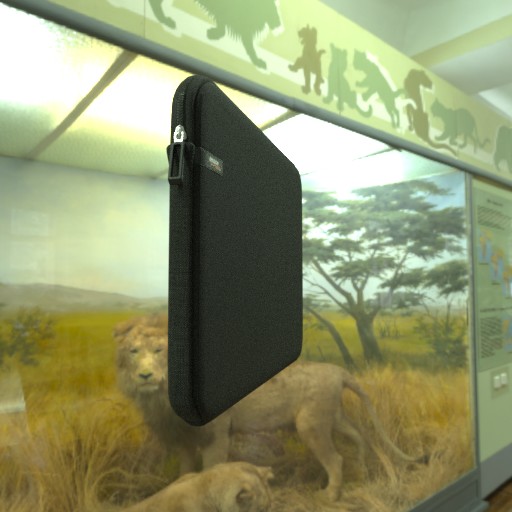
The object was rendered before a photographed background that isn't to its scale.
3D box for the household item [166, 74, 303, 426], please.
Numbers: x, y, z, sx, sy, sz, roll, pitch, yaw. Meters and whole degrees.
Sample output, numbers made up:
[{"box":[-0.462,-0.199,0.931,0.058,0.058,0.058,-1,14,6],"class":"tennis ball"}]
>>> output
[{"box":[0.000,0.000,0.529,0.030,0.305,0.396,-1,-3,19],"class":"household item"}]
